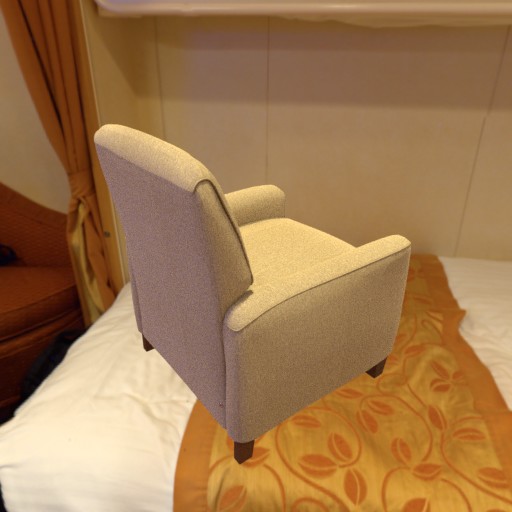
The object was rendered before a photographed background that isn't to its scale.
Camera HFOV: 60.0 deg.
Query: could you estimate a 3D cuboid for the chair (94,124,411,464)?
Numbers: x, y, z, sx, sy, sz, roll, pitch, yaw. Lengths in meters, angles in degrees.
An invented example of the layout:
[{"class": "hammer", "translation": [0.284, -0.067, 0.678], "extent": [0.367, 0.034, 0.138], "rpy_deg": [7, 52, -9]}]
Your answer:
[{"class": "chair", "translation": [0.000, 0.000, 1.663], "extent": [0.864, 1.014, 0.848], "rpy_deg": [-19, 33, -32]}]
